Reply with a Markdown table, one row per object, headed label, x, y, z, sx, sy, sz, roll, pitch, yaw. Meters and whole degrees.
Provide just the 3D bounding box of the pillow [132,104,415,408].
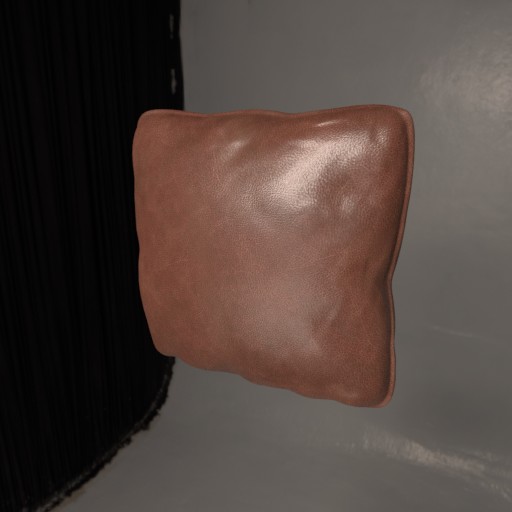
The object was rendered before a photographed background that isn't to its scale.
| label | x | y | z | sx | sy | sz | roll | pitch | yaw |
| --- | --- | --- | --- | --- | --- | --- | --- | --- | --- |
| pillow | 0.000 | 0.000 | 0.820 | 0.532 | 0.523 | 0.236 | 8 | 18 | 26 |
